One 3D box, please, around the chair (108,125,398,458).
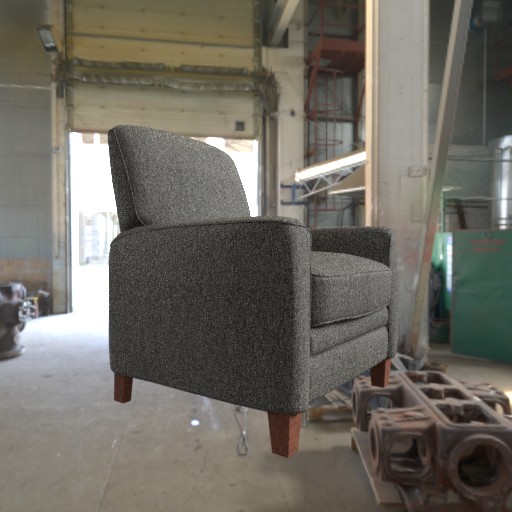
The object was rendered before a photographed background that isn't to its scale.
[{"bbox_3d":[0.000,0.000,1.642,0.864,1.014,0.848,1,2,36],"label":"chair"}]
